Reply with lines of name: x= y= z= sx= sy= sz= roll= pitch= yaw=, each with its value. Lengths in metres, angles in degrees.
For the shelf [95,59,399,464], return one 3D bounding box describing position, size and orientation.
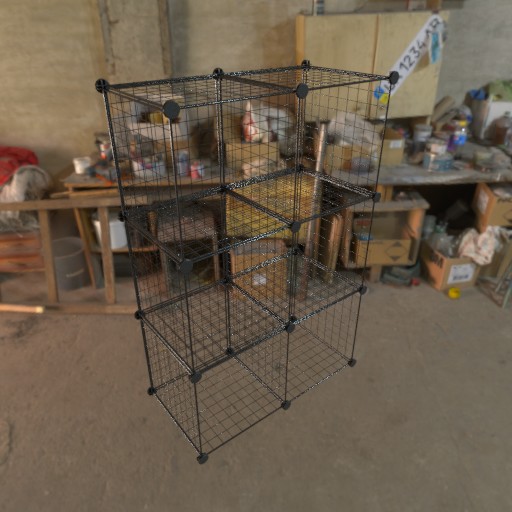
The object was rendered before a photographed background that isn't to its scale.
shelf: x=0.000 y=0.000 z=1.397 sx=0.711 sy=1.067 sz=0.356 roll=-21 pitch=36 yaw=-32
